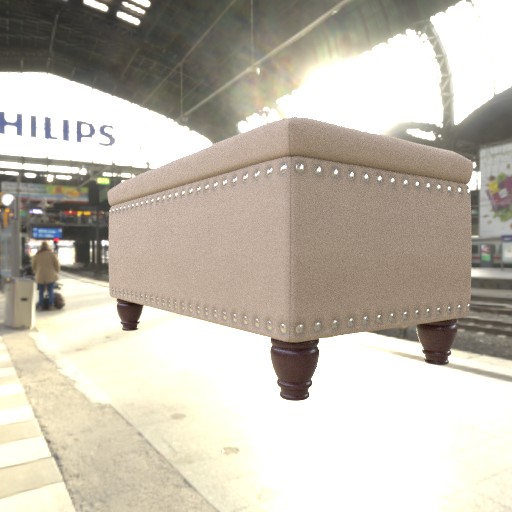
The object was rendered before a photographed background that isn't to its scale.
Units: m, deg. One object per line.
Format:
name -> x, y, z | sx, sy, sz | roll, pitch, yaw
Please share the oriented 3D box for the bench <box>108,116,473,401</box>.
bench -> 0.000, 0.000, 1.143 | 0.500, 0.449, 0.887 | 0, 0, -35
